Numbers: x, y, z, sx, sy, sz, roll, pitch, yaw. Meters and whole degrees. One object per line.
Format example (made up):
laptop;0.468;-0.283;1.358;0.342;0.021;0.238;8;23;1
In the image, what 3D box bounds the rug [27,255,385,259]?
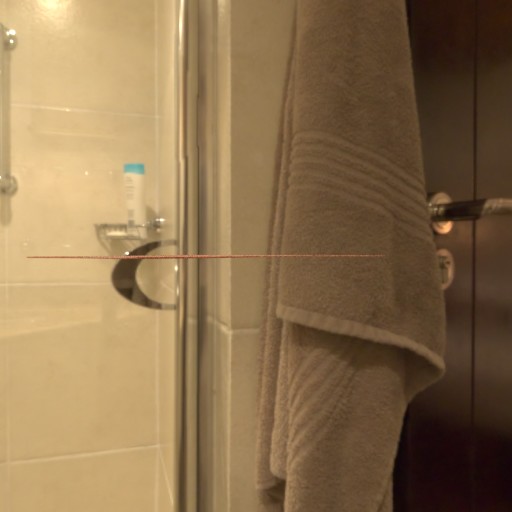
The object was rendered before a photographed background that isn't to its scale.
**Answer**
rug;0.000;0.000;2.624;0.718;0.013;2.353;0;0;36
